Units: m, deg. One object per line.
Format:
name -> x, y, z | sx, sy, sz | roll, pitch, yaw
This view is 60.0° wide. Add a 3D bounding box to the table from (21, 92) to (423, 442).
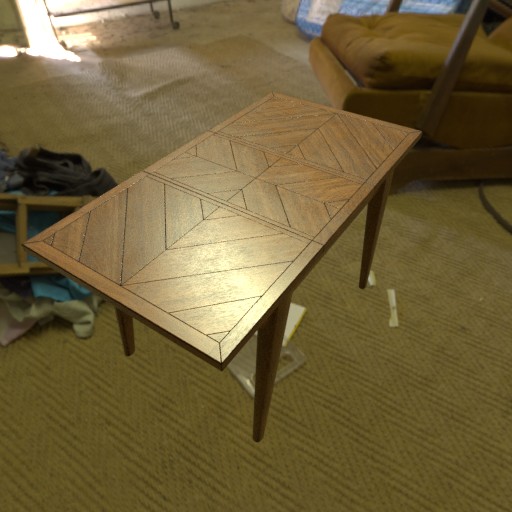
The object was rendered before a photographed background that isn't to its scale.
table -> 0.000, 0.000, 1.858 | 0.757, 0.760, 1.400 | 24, 47, 25
